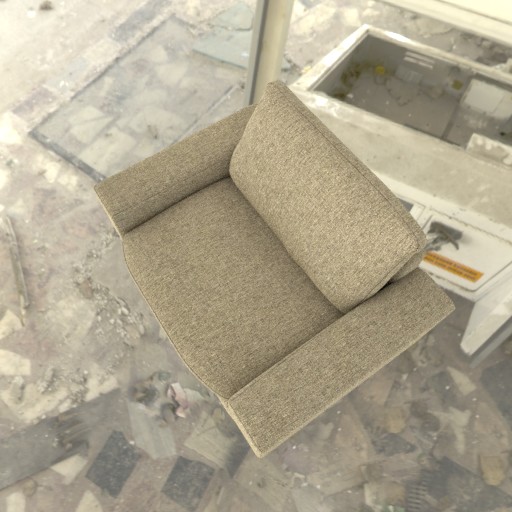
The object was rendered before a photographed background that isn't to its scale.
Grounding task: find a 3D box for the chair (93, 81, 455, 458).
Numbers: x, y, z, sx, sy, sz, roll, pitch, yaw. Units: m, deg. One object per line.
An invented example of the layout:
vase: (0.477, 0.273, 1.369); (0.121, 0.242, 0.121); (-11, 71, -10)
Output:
chair: (0.000, 0.000, 2.022); (1.039, 0.915, 1.398); (-32, 68, -14)
